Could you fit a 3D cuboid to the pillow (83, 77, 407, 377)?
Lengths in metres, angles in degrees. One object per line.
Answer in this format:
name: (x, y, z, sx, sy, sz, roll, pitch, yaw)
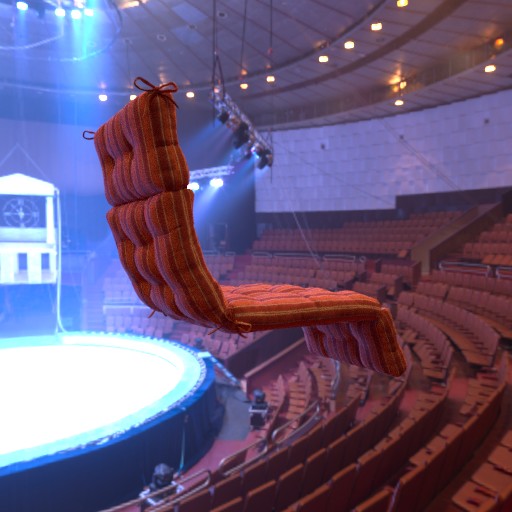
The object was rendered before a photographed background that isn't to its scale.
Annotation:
pillow: (0.000, 0.000, 1.508, 1.016, 0.863, 0.526, 0, 0, -34)
